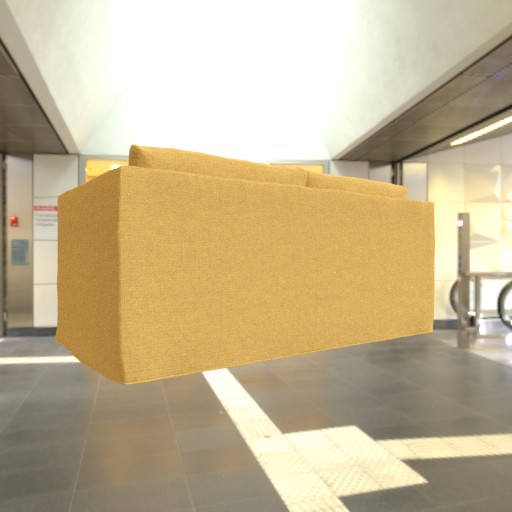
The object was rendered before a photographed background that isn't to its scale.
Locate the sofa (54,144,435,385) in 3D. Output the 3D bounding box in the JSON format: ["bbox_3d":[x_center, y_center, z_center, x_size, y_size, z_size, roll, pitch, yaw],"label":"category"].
[{"bbox_3d":[0.000,0.000,2.281,1.766,0.828,0.956,0,0,-36],"label":"sofa"}]
